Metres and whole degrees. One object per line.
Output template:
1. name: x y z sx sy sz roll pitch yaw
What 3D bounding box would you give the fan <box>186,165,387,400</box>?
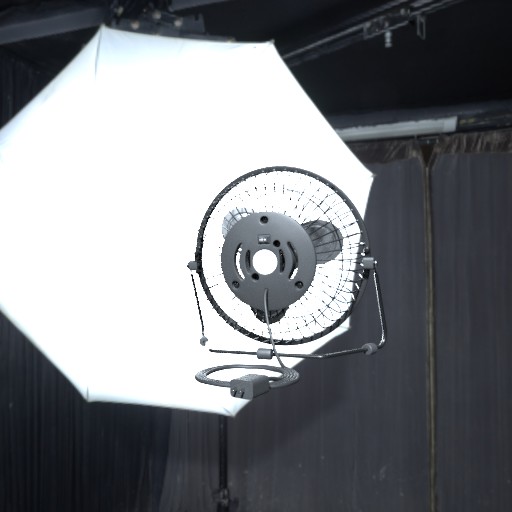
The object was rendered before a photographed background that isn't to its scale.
1. fan: 0.000 0.000 0.386 0.209 0.188 0.227 -1 -3 19
